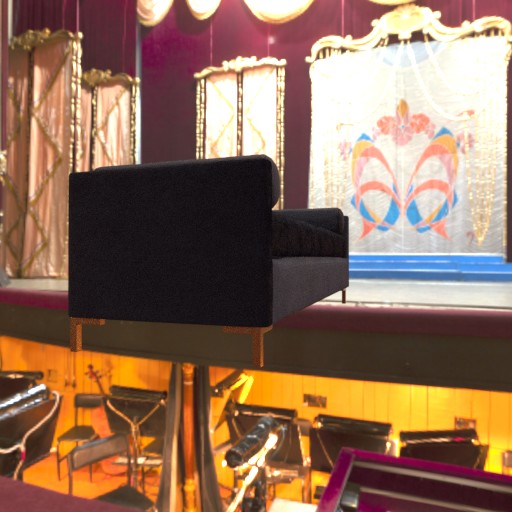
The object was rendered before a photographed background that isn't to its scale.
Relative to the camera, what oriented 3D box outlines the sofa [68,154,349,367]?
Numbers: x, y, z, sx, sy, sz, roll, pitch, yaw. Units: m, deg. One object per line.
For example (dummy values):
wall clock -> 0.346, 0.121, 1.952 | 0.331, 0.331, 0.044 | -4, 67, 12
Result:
sofa -> 0.000, 0.000, 2.479 | 0.796, 0.705, 2.102 | 0, 0, 19
